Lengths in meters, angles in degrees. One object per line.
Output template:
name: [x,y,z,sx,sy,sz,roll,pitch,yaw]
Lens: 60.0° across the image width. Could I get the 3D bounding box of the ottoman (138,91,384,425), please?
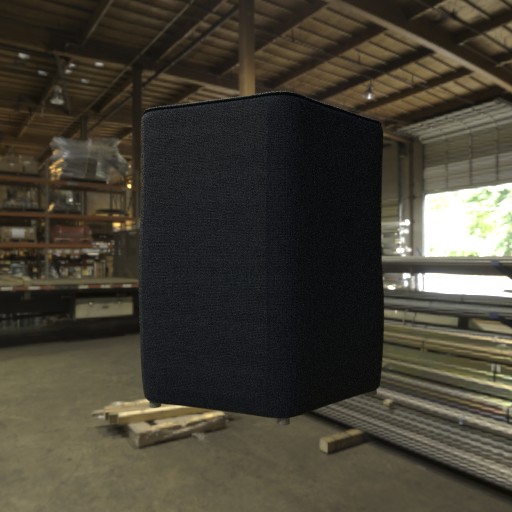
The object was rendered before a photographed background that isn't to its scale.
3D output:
ottoman: [0.000,0.000,0.888,0.492,0.505,0.454,0,0,-36]
